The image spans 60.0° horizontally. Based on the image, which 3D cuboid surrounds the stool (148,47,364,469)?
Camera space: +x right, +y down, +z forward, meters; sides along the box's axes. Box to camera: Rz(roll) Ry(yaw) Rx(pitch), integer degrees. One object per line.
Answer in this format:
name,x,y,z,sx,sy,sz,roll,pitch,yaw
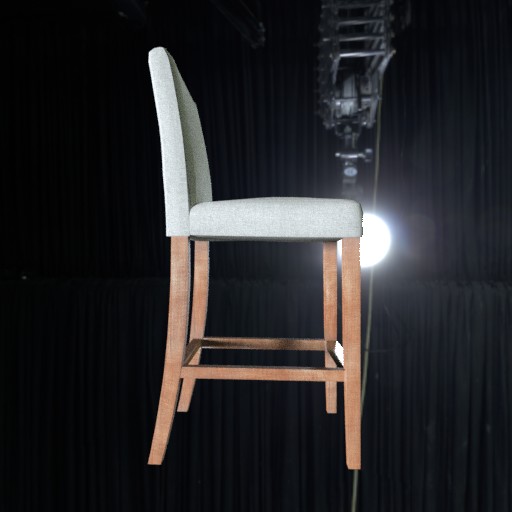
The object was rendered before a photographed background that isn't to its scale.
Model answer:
stool,0.000,0.000,1.348,0.570,1.088,0.439,0,1,1
